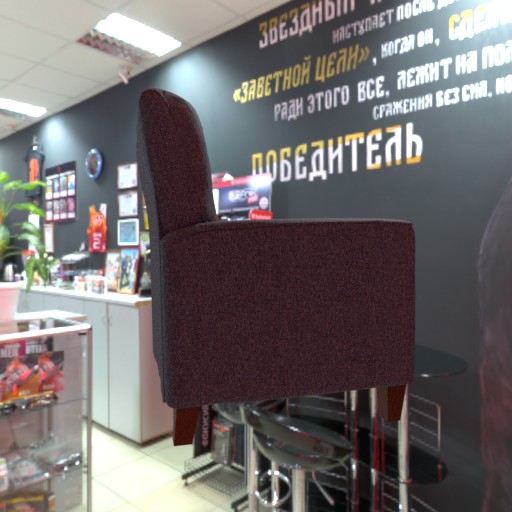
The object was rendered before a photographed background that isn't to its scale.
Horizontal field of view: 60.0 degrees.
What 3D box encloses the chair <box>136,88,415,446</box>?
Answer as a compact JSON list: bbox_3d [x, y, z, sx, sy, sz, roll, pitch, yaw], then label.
[{"bbox_3d":[0.000,0.000,1.631,0.850,1.016,0.839,0,1,-16],"label":"chair"}]
